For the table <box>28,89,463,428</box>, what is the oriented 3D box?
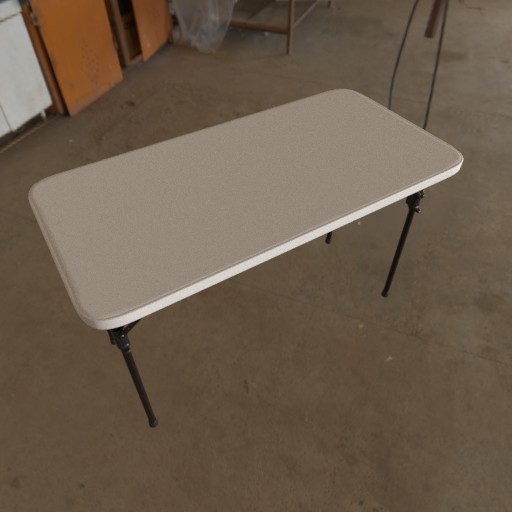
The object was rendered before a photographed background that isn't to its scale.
[{"bbox_3d":[0.000,0.000,1.588,1.219,0.729,0.610,-24,50,-22],"label":"table"}]
